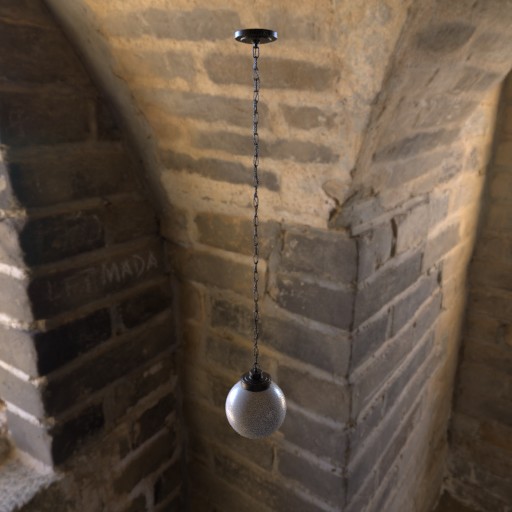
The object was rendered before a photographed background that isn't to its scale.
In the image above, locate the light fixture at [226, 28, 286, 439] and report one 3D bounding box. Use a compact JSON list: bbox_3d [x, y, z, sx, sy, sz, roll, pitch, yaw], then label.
[{"bbox_3d":[0.000,0.000,2.035,0.305,1.867,0.304,-2,15,-10],"label":"light fixture"}]
